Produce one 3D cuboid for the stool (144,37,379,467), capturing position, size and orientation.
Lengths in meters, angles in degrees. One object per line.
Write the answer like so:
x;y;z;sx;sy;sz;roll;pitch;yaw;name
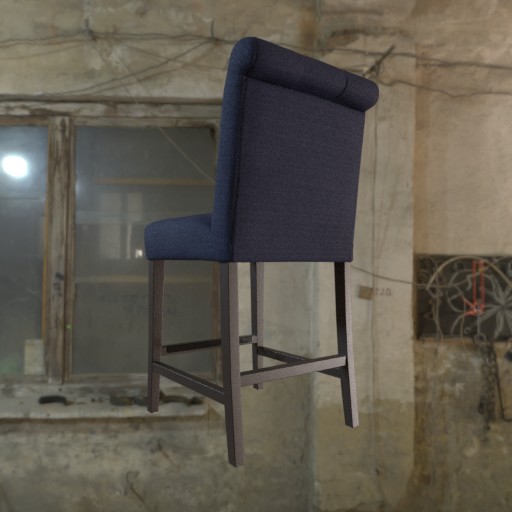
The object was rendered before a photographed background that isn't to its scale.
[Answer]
0.000;0.000;1.349;0.493;1.010;0.601;0;-1;-37;stool
